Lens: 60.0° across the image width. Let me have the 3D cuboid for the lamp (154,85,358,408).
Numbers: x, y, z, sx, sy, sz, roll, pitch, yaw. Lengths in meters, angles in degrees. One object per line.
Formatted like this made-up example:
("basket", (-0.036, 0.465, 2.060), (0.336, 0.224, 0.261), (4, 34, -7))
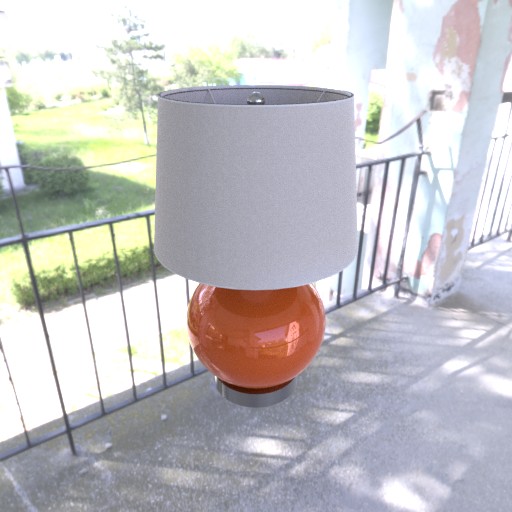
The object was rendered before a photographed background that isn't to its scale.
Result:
("lamp", (0.000, 0.000, 0.556), (0.247, 0.387, 0.247), (0, 26, 0))
